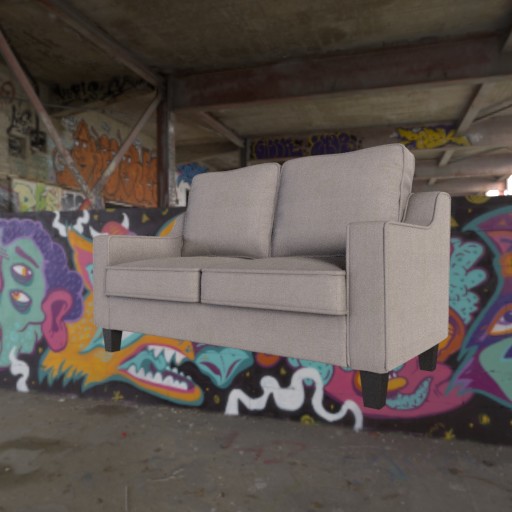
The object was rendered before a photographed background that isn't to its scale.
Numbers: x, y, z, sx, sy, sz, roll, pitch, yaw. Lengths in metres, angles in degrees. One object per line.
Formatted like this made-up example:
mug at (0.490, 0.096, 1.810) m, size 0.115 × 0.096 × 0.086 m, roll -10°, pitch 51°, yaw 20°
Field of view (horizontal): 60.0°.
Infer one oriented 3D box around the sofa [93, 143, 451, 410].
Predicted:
sofa at (0.000, 0.000, 2.032) m, size 1.500 × 0.948 × 0.791 m, roll 0°, pitch 0°, yaw 37°
